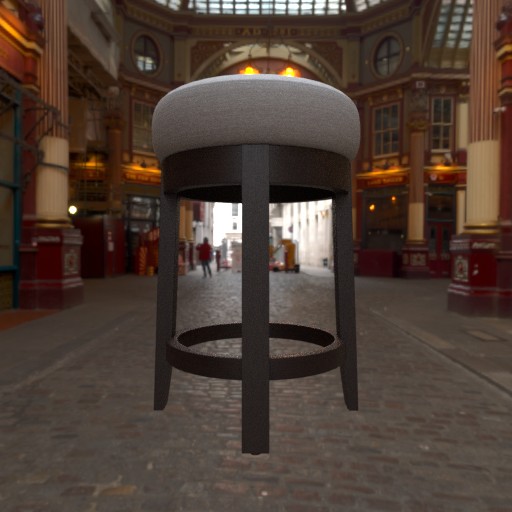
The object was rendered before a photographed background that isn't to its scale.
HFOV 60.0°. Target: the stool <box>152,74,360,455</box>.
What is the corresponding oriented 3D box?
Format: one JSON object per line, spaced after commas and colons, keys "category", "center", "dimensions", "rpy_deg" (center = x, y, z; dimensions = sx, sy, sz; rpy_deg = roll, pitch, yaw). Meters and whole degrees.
{"category": "stool", "center": [0.000, 0.000, 0.970], "dimensions": [0.443, 0.672, 0.443], "rpy_deg": [0, 1, 0]}
